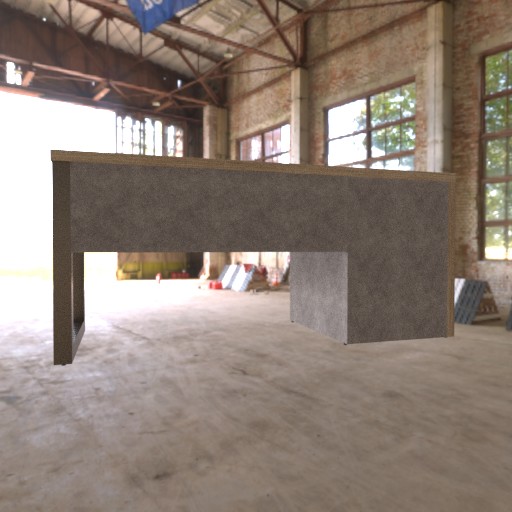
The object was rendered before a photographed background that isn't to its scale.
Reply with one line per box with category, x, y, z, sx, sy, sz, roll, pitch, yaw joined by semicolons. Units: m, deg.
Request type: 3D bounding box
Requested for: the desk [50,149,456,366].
desk;0.000;0.000;2.114;1.700;0.760;0.690;0;1;-17
